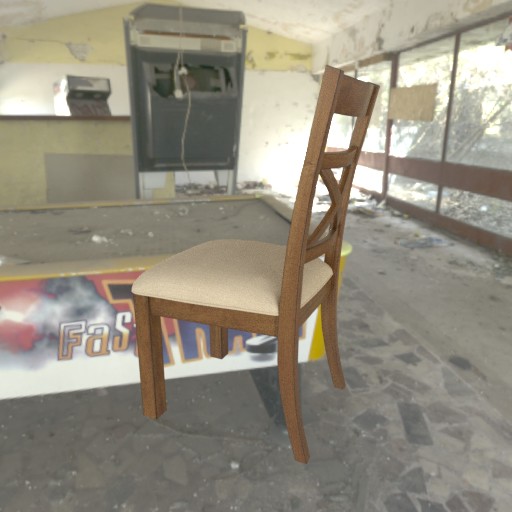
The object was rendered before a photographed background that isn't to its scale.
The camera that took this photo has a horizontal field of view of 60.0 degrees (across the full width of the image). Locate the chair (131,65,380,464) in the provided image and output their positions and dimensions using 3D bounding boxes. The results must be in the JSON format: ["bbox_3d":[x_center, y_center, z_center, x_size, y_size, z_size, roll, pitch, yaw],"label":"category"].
[{"bbox_3d":[0.000,0.000,1.277,0.581,0.949,0.461,8,18,24],"label":"chair"}]
